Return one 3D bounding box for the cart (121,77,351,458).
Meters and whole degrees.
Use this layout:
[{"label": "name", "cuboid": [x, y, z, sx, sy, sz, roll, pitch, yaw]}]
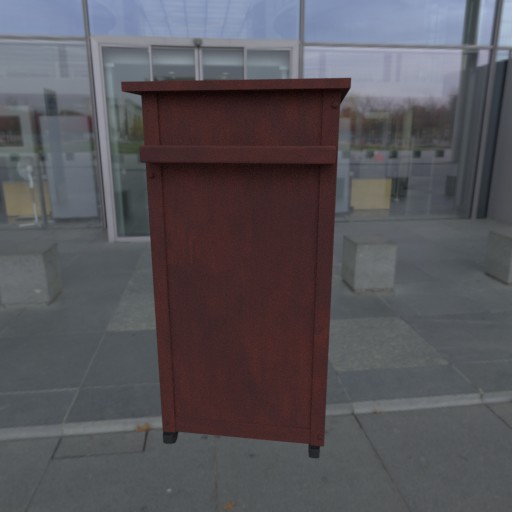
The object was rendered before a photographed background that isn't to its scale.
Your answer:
[{"label": "cart", "cuboid": [0.000, 0.000, 1.259, 0.442, 0.864, 0.683, 2, 15, 8]}]
